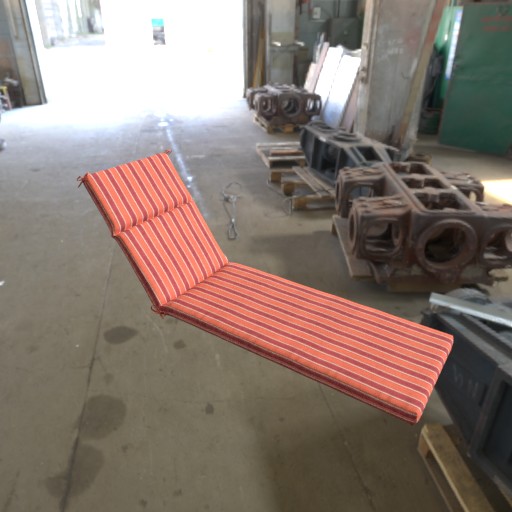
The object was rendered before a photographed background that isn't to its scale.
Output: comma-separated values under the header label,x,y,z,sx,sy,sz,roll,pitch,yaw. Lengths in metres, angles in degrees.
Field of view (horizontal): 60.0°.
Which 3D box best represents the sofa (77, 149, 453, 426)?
label,x,y,z,sx,sy,sz,roll,pitch,yaw
sofa,0.000,0.000,1.960,1.663,0.622,0.582,18,32,30
